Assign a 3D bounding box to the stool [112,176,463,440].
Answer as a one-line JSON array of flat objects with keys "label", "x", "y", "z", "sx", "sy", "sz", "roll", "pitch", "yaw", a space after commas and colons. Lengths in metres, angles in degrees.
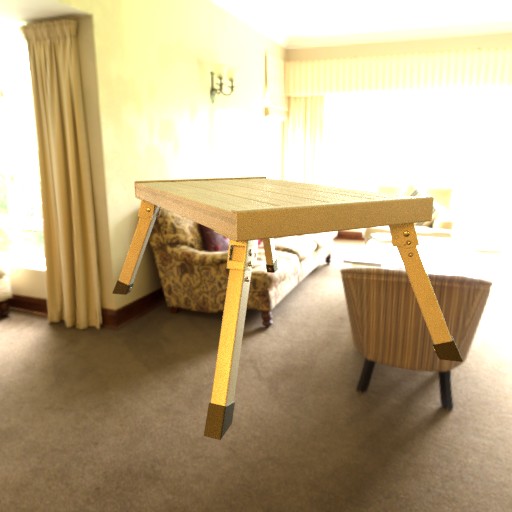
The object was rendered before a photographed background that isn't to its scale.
[{"label": "stool", "x": 0.000, "y": 0.000, "z": 0.731, "sx": 0.385, "sy": 0.225, "sz": 0.535, "roll": -7, "pitch": 16, "yaw": -27}]
